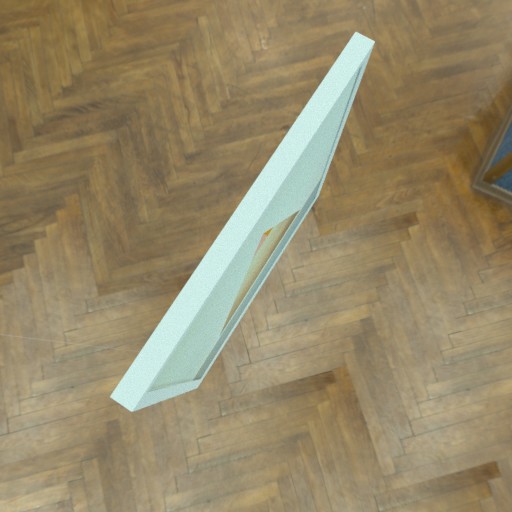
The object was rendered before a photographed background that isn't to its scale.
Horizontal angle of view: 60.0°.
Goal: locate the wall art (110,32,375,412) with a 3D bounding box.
[{"bbox_3d":[0.000,0.000,1.116,0.041,0.765,0.768,31,78,7],"label":"wall art"}]
